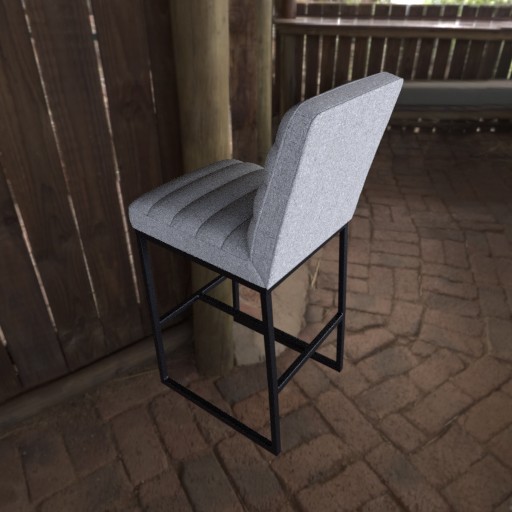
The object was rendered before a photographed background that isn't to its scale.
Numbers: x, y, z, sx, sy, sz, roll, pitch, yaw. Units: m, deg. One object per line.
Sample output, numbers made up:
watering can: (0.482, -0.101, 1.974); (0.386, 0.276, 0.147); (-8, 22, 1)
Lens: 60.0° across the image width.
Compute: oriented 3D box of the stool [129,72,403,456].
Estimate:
stool: (0.000, 0.000, 1.328); (0.571, 1.034, 0.459); (21, 38, 30)
